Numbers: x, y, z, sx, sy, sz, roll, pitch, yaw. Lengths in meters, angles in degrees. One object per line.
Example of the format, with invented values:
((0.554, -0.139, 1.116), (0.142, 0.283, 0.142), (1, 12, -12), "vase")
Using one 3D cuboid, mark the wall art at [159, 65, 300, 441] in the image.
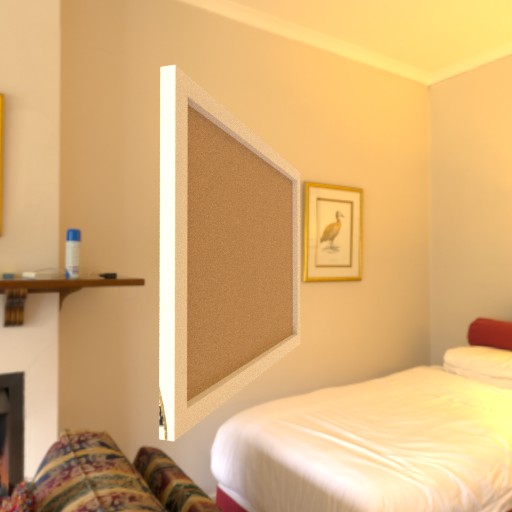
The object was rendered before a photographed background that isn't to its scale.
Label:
((0.000, 0.000, 1.449), (0.038, 0.767, 1.144), (0, -1, 19), "wall art")
